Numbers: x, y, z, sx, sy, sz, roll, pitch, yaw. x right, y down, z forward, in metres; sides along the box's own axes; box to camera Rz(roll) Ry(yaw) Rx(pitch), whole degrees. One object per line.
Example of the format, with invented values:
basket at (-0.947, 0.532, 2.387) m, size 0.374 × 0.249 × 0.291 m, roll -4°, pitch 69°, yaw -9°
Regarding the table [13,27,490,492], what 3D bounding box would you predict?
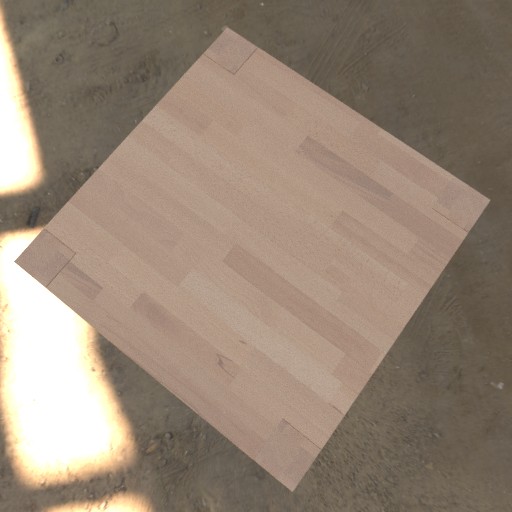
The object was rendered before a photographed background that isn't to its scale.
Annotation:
table at (0.000, 0.000, 1.129) m, size 0.700 × 0.451 × 0.700 m, roll 37°, pitch 79°, yaw 8°
